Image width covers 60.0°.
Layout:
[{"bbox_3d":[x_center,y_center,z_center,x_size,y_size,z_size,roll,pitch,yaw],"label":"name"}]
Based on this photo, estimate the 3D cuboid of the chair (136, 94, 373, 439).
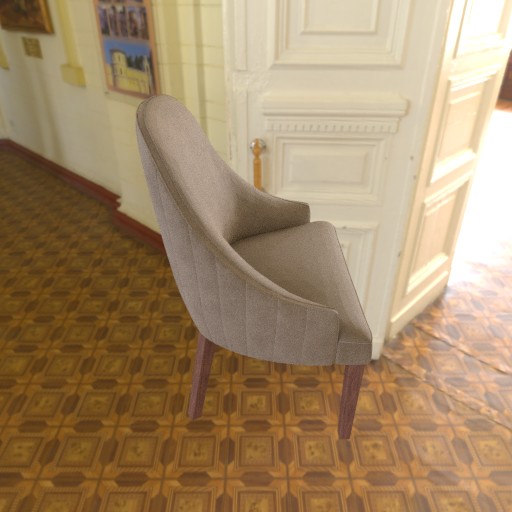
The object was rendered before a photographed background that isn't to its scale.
[{"bbox_3d":[0.000,0.000,1.313,0.575,0.889,0.643,0,32,-1],"label":"chair"}]
